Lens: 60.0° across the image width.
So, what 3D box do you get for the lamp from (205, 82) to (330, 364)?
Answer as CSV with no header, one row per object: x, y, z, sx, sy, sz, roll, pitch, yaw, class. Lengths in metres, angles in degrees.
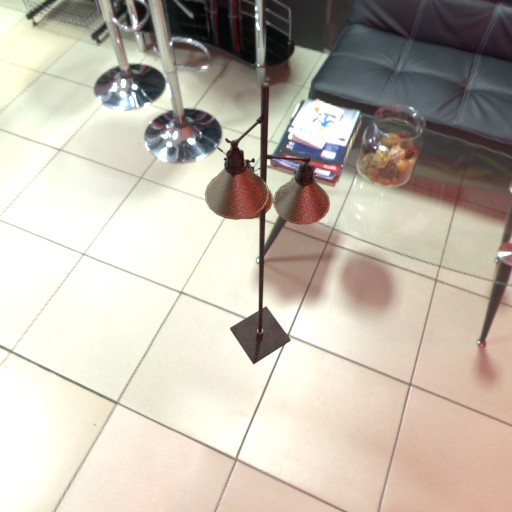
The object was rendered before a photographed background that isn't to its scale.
0.000,0.000,1.880,0.428,1.716,0.415,-29,63,-17,lamp
